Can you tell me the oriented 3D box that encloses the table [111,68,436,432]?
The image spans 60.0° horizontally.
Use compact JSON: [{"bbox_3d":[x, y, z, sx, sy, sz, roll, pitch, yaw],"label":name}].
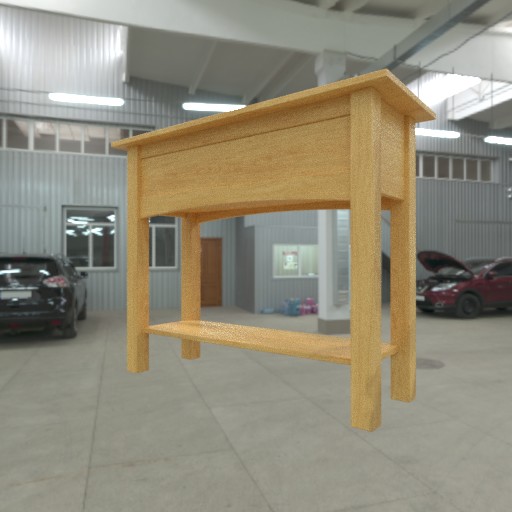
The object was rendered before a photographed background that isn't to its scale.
[{"bbox_3d":[0.000,0.000,1.270,0.900,0.728,0.340,0,0,37],"label":"table"}]
